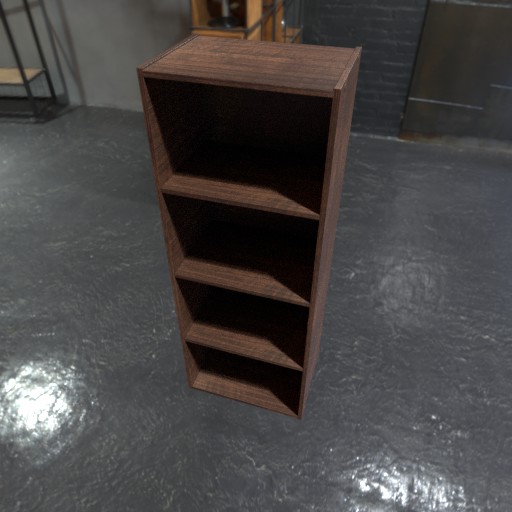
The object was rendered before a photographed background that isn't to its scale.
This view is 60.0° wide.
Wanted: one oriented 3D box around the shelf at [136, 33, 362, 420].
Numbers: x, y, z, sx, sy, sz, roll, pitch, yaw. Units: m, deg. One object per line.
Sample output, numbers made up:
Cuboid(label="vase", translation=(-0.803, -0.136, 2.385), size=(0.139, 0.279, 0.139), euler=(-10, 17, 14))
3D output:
Cuboid(label="shelf", translation=(0.000, 0.000, 1.293), size=(0.415, 1.099, 0.290), euler=(11, 41, 14))
